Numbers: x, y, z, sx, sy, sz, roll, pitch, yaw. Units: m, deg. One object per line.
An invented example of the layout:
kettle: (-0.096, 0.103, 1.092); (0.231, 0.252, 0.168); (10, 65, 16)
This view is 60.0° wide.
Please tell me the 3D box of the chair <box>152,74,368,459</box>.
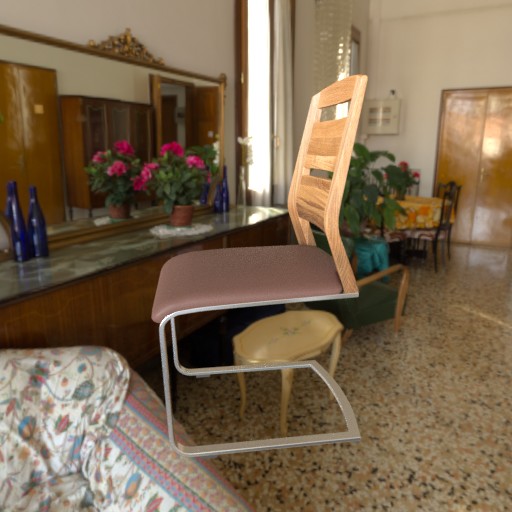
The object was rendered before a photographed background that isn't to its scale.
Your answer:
chair: (0.000, 0.000, 1.280); (0.570, 0.970, 0.460); (-2, 14, -8)
